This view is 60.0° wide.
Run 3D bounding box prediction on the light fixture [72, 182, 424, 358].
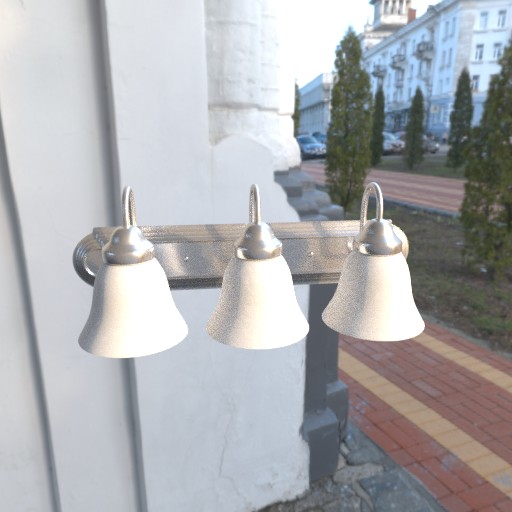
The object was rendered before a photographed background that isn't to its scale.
[{"bbox_3d":[0.000,0.000,0.700,0.610,0.222,0.199,-2,16,-7],"label":"light fixture"}]
